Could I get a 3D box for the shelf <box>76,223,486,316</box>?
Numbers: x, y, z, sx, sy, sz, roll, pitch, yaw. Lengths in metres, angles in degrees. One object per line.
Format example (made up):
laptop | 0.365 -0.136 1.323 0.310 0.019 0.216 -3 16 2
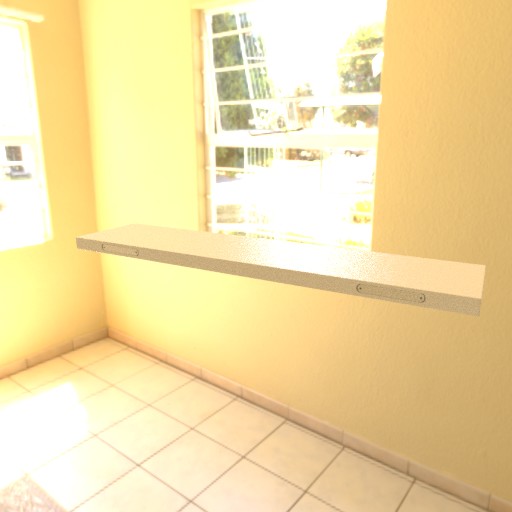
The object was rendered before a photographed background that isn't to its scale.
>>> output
shelf | 0.000 0.000 0.663 0.610 0.020 0.140 8 17 27
